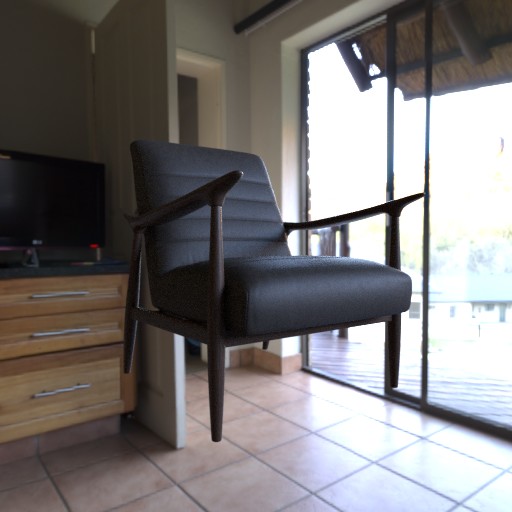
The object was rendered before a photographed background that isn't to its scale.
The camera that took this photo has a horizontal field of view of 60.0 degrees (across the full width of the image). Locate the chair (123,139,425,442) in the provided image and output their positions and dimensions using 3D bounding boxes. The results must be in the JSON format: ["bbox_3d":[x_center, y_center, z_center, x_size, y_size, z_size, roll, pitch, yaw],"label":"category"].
[{"bbox_3d":[0.000,0.000,1.446,0.741,0.831,0.798,-1,2,-36],"label":"chair"}]
